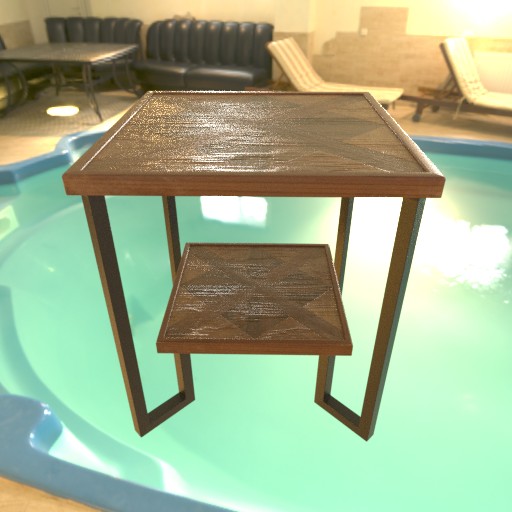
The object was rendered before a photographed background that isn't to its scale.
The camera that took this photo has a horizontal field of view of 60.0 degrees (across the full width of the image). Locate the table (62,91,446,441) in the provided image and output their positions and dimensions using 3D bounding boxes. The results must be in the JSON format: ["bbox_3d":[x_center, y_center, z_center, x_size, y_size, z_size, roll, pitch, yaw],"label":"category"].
[{"bbox_3d":[0.000,0.000,0.939,0.503,0.563,0.503,1,32,1],"label":"table"}]
